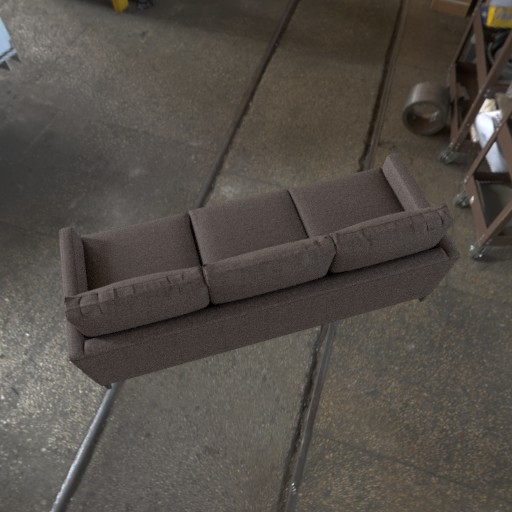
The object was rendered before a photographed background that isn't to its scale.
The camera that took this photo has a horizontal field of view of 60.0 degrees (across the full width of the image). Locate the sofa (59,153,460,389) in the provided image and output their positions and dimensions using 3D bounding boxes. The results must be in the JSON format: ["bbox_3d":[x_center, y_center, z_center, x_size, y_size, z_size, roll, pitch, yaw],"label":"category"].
[{"bbox_3d":[0.000,0.000,2.763,2.253,0.882,0.876,-14,60,-8],"label":"sofa"}]
